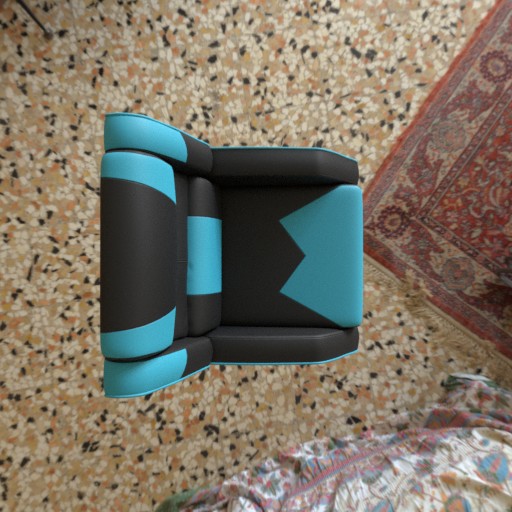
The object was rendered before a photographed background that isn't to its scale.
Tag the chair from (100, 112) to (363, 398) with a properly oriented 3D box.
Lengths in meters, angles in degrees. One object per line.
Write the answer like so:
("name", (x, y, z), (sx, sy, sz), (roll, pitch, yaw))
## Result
("chair", (0.000, 0.000, 1.306), (0.672, 0.805, 0.620), (0, 90, -1))
